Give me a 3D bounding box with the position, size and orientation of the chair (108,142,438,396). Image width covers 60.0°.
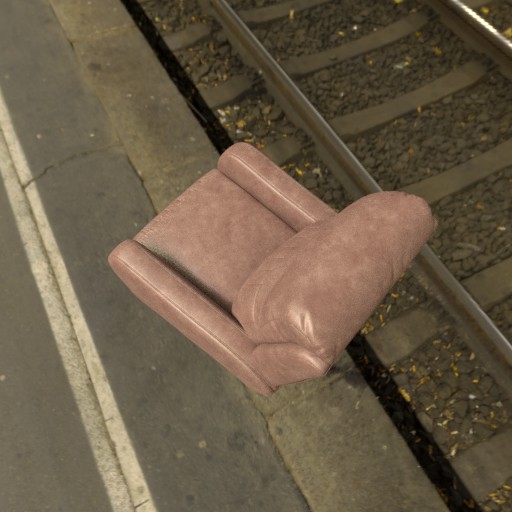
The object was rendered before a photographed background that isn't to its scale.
[{"bbox_3d":[0.000,0.000,1.884,1.067,1.067,0.865,37,68,18],"label":"chair"}]
